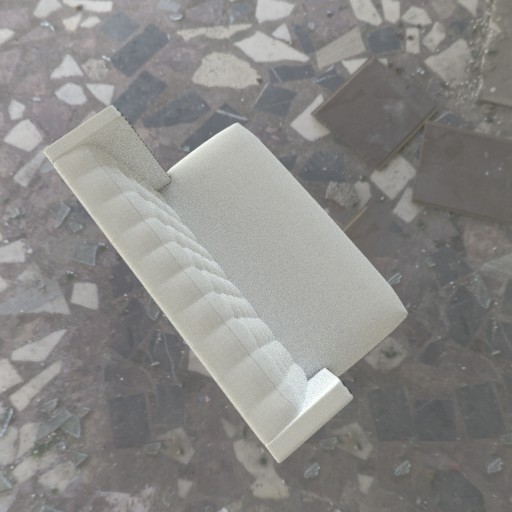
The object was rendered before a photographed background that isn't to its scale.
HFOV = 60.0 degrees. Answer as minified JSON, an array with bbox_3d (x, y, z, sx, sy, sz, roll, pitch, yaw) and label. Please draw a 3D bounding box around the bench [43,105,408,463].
[{"bbox_3d":[0.000,0.000,1.971,0.847,1.123,1.280,-38,79,-9],"label":"bench"}]
